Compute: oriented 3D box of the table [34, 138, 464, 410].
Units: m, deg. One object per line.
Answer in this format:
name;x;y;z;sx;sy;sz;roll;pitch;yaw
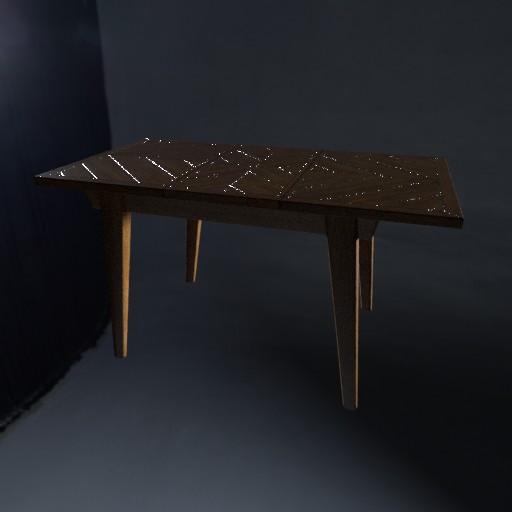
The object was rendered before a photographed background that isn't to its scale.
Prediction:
table;0.000;0.000;1.858;1.400;0.760;0.757;8;26;16
